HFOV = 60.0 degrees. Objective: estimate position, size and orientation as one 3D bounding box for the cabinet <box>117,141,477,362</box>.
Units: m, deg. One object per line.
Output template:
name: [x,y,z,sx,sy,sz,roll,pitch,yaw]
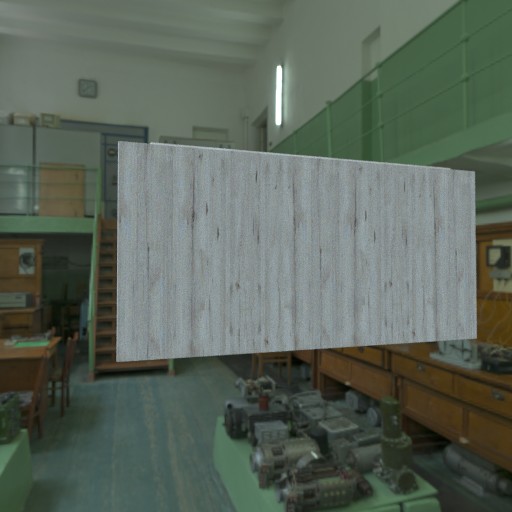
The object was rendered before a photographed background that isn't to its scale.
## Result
cabinet: [0.000,0.000,3.206,1.950,0.970,2.080,0,-1,-18]
